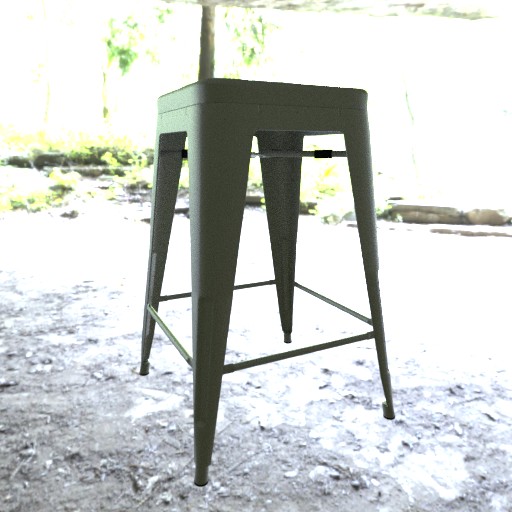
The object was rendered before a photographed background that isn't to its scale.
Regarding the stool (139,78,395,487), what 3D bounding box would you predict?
[{"bbox_3d":[0.000,0.000,0.877,0.410,0.608,0.410,-7,15,-26],"label":"stool"}]
